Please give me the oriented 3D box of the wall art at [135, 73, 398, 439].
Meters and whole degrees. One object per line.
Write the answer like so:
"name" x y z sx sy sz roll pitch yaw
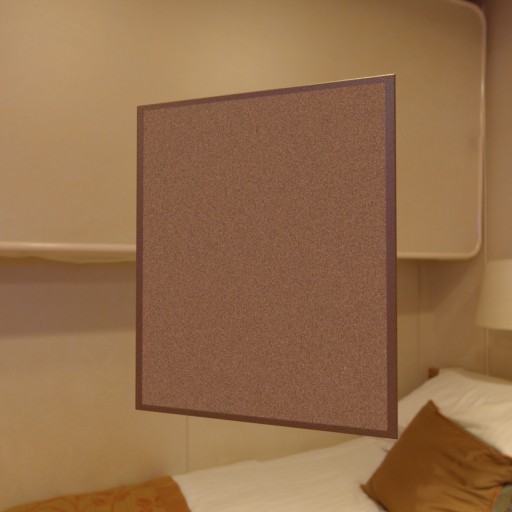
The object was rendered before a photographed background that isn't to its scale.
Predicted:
"wall art" 0.000 0.000 0.511 0.310 0.379 0.015 0 -1 18
